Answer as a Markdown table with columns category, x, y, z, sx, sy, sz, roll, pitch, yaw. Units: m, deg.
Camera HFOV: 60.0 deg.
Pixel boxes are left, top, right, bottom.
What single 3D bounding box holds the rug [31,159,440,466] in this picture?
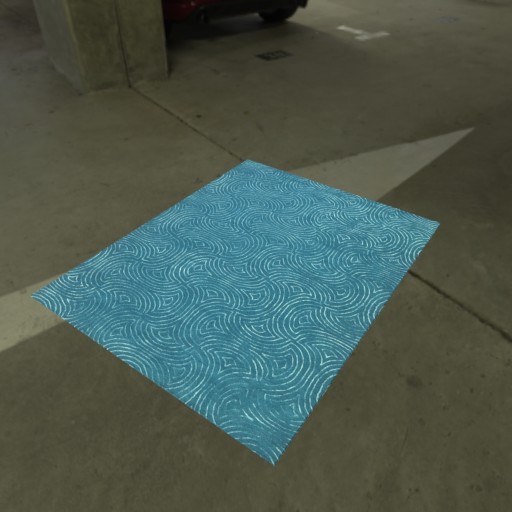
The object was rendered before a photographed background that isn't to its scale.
| category | x | y | z | sx | sy | sz | roll | pitch | yaw |
| --- | --- | --- | --- | --- | --- | --- | --- | --- | --- |
| rug | 0.000 | 0.000 | 4.086 | 2.432 | 0.012 | 3.033 | 24 | 45 | 27 |
